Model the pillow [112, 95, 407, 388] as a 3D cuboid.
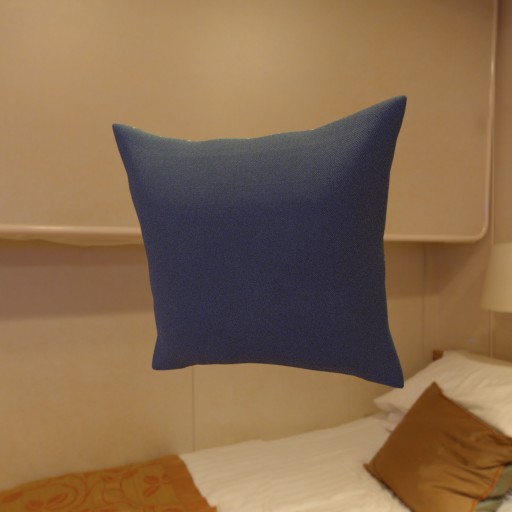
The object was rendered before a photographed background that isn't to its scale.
[{"bbox_3d":[0.000,0.000,0.707,0.453,0.430,0.200,0,1,18],"label":"pillow"}]
